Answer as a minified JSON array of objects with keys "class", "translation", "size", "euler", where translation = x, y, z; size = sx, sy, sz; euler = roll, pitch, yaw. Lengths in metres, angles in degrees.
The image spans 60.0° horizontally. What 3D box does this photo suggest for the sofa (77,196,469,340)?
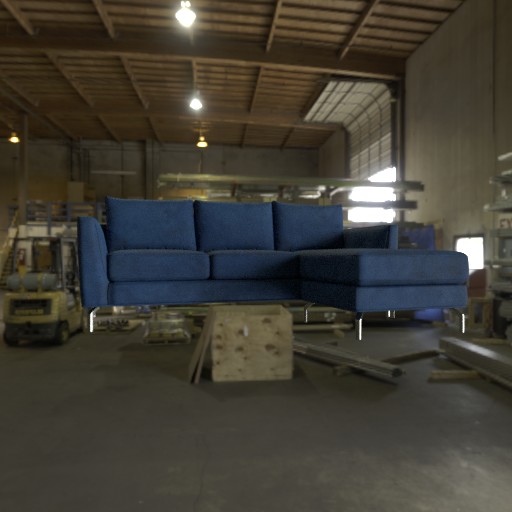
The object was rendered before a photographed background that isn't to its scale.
[{"class":"sofa","translation":[0.000,0.000,3.249],"size":[2.438,0.987,1.622],"euler":[0,0,-19]}]
